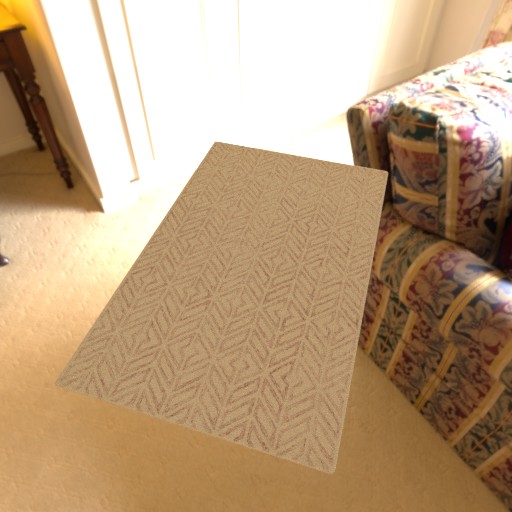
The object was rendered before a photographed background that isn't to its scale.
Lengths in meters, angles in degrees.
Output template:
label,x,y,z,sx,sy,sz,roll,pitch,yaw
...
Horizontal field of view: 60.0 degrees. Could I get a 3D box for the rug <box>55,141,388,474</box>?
label,x,y,z,sx,sy,sz,roll,pitch,yaw
rug,0.000,0.000,3.012,1.523,0.008,2.438,13,49,12
